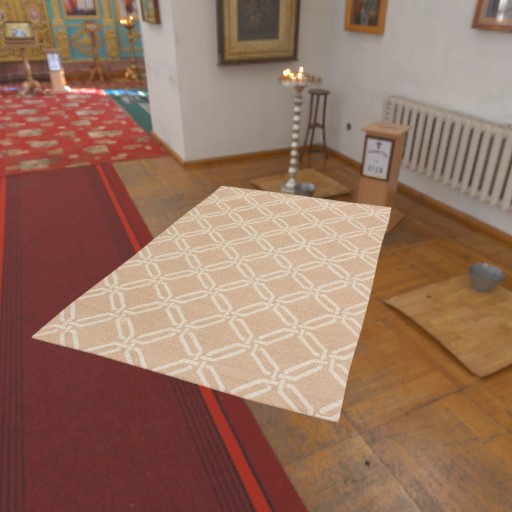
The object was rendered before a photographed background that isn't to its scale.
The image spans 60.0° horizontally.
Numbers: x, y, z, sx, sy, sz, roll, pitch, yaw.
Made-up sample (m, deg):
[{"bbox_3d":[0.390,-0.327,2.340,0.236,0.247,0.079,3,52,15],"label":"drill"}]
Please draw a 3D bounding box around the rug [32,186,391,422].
[{"bbox_3d":[0.000,0.000,2.174,1.146,0.010,1.745,10,30,17],"label":"rug"}]
